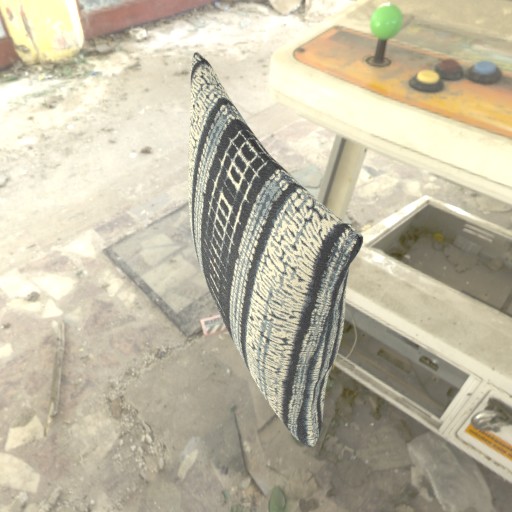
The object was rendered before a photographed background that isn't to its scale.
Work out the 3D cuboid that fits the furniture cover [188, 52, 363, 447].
[{"bbox_3d":[0.000,0.000,0.649,0.133,0.435,0.425,-18,48,-16],"label":"furniture cover"}]
